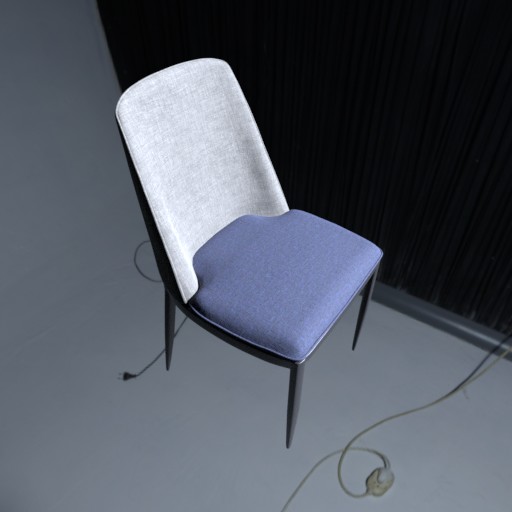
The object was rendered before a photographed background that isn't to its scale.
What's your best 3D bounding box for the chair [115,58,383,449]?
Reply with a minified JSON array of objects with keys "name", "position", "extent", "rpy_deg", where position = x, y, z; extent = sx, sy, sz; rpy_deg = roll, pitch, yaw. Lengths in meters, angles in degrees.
[{"name":"chair","position":[0.000,0.000,1.169],"extent":[0.550,0.855,0.488],"rpy_deg":[25,47,26]}]
